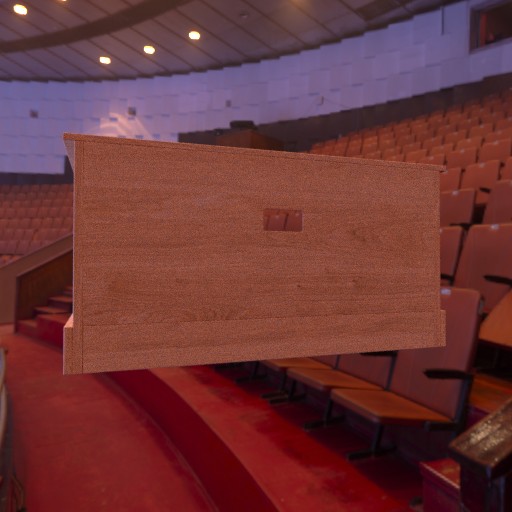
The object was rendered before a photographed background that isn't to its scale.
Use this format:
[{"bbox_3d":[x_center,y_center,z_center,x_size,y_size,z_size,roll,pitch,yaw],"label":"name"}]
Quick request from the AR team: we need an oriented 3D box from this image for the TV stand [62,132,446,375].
[{"bbox_3d":[0.000,0.000,1.385,1.080,0.550,0.440,0,-1,-19],"label":"TV stand"}]
